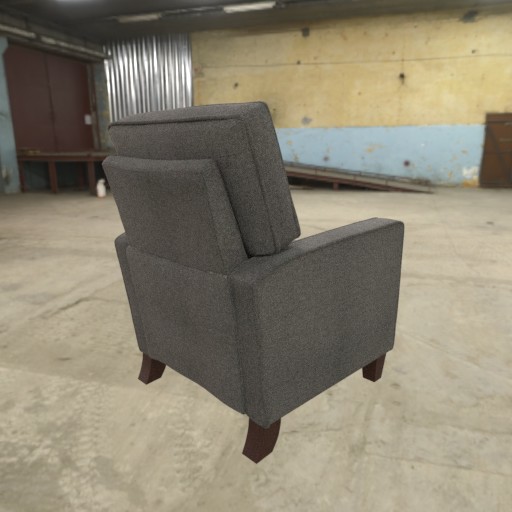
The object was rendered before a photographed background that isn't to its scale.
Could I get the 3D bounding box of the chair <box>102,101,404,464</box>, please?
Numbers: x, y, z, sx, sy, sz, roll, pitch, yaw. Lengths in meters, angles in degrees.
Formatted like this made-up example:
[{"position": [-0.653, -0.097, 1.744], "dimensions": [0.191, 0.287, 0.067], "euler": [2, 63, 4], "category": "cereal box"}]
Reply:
[{"position": [0.000, 0.000, 1.422], "dimensions": [0.775, 0.889, 0.650], "euler": [-13, 19, -43], "category": "chair"}]
